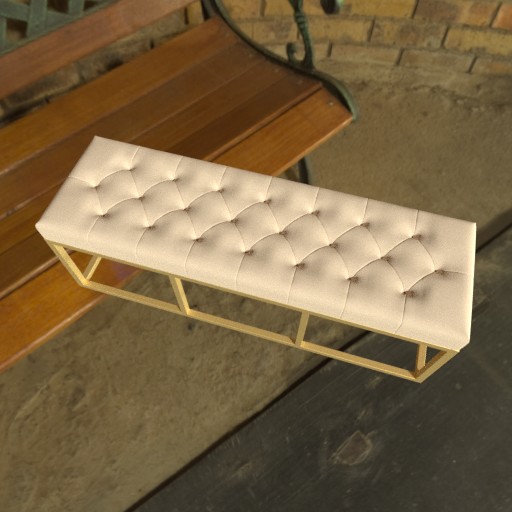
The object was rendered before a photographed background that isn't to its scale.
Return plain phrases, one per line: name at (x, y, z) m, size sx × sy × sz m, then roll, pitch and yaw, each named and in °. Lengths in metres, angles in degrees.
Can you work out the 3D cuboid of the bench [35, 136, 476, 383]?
bench at (0.000, 0.000, 1.726) m, size 1.473 × 0.484 × 0.457 m, roll 14°, pitch 61°, yaw 8°
